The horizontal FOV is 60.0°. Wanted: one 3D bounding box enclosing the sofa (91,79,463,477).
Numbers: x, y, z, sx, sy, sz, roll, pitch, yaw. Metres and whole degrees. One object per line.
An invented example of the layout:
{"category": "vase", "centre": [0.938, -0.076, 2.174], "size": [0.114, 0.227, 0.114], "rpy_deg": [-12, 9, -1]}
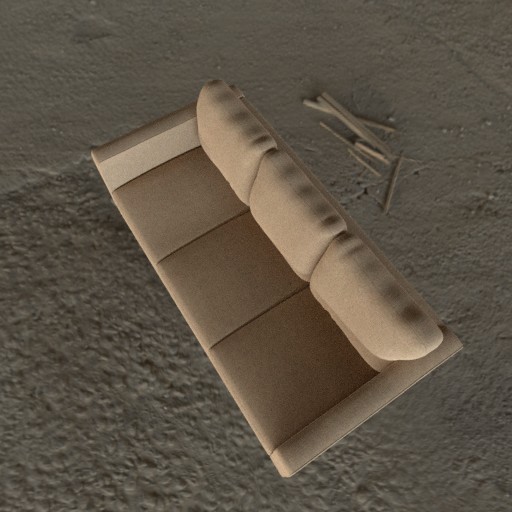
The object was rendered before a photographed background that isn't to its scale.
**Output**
{"category": "sofa", "centre": [0.000, 0.000, 2.284], "size": [0.930, 0.800, 1.855], "rpy_deg": [-30, 67, -14]}
